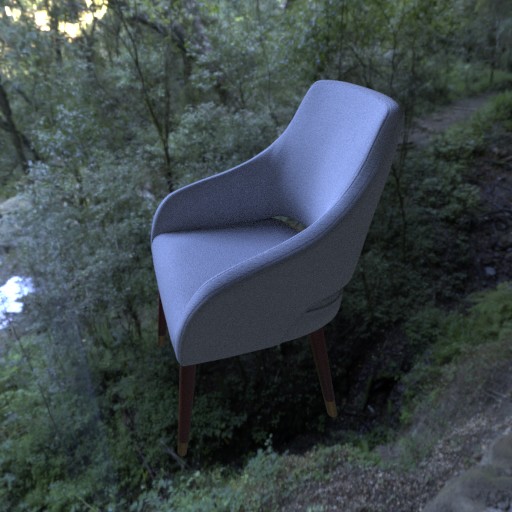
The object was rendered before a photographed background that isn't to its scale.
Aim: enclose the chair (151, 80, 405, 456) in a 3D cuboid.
[{"bbox_3d":[0.000,0.000,1.272,0.600,0.889,0.609,-9,31,-15],"label":"chair"}]
